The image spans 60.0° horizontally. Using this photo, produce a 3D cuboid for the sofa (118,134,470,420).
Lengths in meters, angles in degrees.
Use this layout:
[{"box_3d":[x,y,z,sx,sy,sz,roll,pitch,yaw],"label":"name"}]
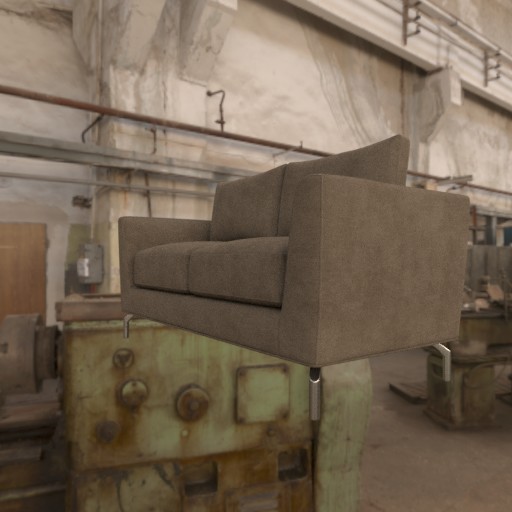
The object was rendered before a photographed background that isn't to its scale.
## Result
[{"box_3d":[0.000,0.000,2.285,0.855,1.013,1.832,0,0,-36],"label":"sofa"}]
